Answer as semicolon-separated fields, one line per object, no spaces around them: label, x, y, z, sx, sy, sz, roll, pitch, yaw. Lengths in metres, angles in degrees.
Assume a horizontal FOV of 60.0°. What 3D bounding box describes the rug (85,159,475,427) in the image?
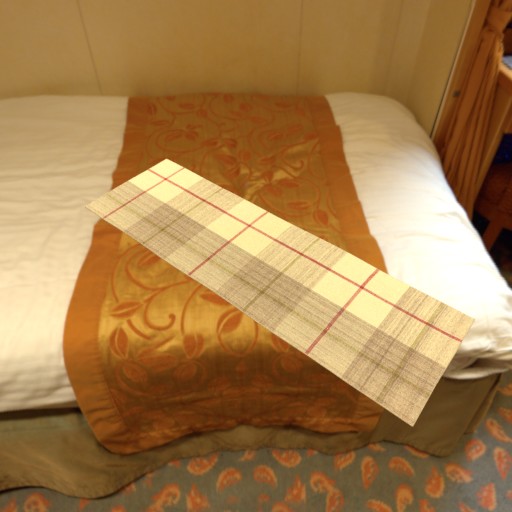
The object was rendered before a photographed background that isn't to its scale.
rug;0.000;0.000;2.729;2.439;0.013;0.762;30;53;26
